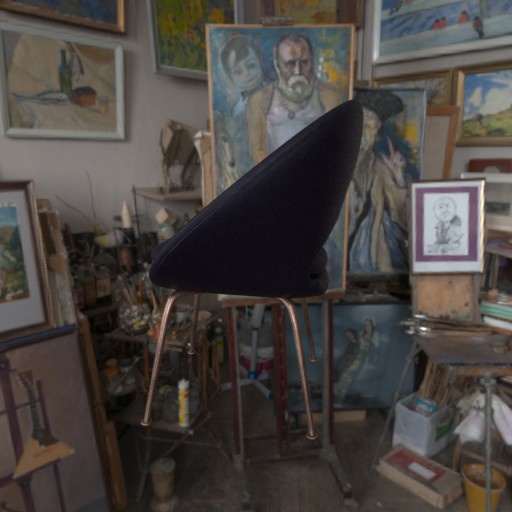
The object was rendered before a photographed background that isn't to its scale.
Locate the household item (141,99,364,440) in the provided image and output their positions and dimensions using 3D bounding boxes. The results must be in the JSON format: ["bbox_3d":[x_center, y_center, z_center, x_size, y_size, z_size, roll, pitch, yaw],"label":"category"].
[{"bbox_3d":[0.000,0.000,1.299,0.573,0.852,0.623,2,13,8],"label":"household item"}]
